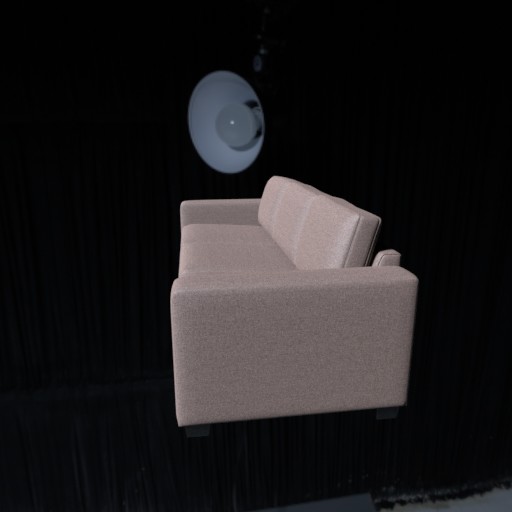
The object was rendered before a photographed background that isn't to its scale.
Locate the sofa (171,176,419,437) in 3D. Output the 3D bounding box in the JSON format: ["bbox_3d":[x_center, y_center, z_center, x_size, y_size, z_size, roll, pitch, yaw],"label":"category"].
[{"bbox_3d":[0.000,0.000,2.595,0.900,0.806,2.160,-2,15,-8],"label":"sofa"}]
